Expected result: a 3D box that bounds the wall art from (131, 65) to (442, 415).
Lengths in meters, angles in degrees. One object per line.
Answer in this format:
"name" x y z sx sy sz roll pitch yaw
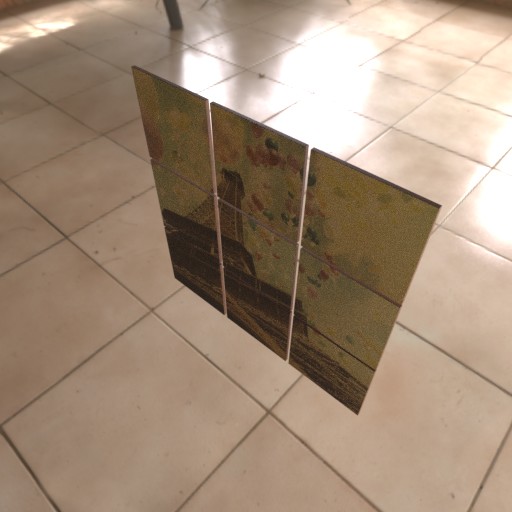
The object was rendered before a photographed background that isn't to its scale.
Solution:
"wall art" 0.000 0.000 1.868 1.256 1.246 0.017 33 55 27
